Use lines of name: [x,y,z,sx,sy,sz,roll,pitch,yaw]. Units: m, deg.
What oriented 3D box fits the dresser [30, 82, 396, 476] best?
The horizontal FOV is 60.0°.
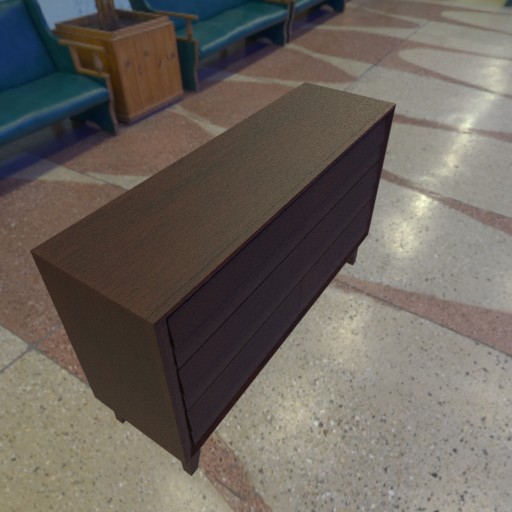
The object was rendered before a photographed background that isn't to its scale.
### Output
dresser: [0.000,0.000,1.997,0.499,0.971,1.609,24,47,25]
